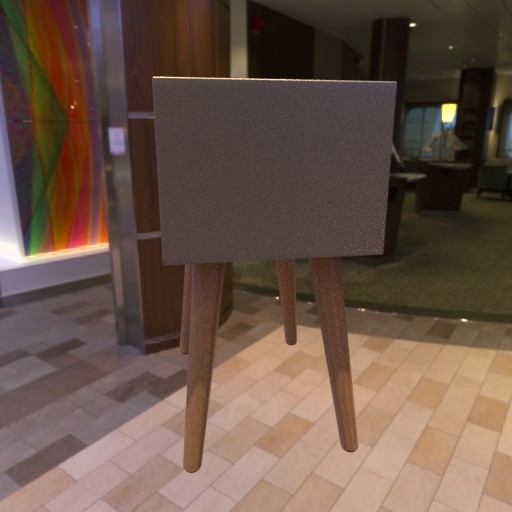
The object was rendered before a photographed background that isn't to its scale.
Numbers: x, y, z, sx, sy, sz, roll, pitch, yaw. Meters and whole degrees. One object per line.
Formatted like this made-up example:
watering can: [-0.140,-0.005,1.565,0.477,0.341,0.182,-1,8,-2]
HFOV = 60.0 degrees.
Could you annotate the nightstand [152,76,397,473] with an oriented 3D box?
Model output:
nightstand: [0.000,0.000,0.734,0.288,0.508,0.370,-3,16,-10]
